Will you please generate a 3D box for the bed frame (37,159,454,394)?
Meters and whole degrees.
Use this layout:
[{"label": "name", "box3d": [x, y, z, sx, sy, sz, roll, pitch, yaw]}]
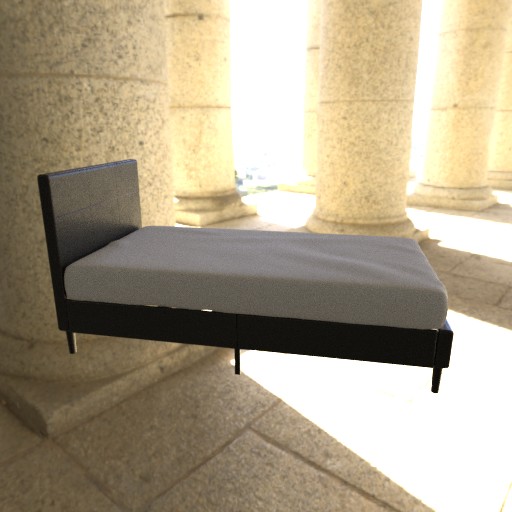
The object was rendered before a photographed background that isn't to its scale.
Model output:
[{"label": "bed frame", "box3d": [0.000, 0.000, 2.555, 2.152, 1.046, 1.038, 3, 17, 11]}]
